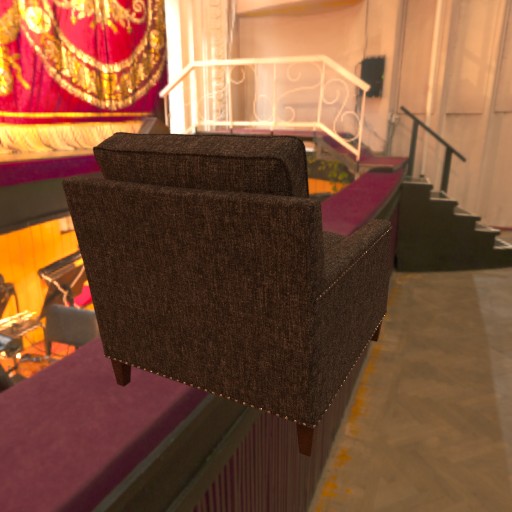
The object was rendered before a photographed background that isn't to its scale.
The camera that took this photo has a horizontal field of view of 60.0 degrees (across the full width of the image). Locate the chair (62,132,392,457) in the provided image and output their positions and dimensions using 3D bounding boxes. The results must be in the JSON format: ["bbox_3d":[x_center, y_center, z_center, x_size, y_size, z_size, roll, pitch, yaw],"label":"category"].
[{"bbox_3d":[0.000,0.000,1.714,0.853,0.943,1.014,9,20,27],"label":"chair"}]
